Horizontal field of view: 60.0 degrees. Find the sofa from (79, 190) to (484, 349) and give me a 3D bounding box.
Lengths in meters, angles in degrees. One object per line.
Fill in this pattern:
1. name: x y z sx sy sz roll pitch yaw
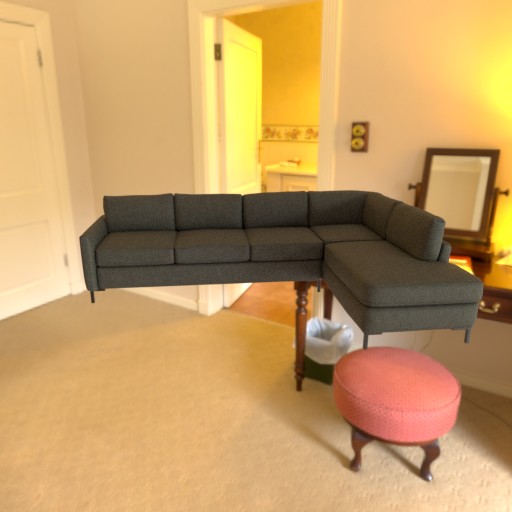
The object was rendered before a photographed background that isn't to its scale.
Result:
1. sofa: 0.000 0.000 3.799 2.972 0.858 1.984 -2 17 -6
